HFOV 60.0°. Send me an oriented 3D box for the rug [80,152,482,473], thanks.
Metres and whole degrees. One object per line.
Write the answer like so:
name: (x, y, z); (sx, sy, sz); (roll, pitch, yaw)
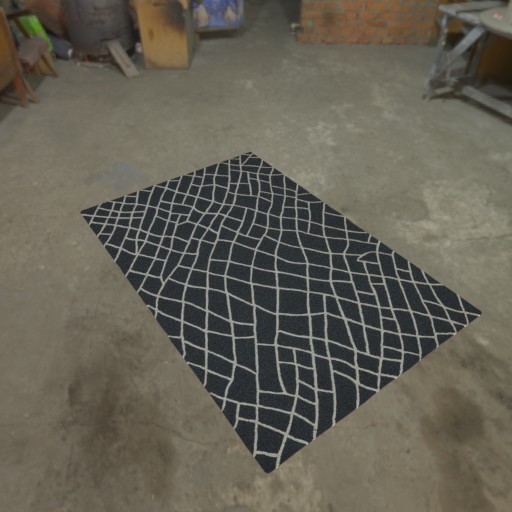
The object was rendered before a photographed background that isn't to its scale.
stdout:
rug: (0.000, 0.000, 2.295); (1.223, 0.013, 1.830); (-26, 48, -26)
